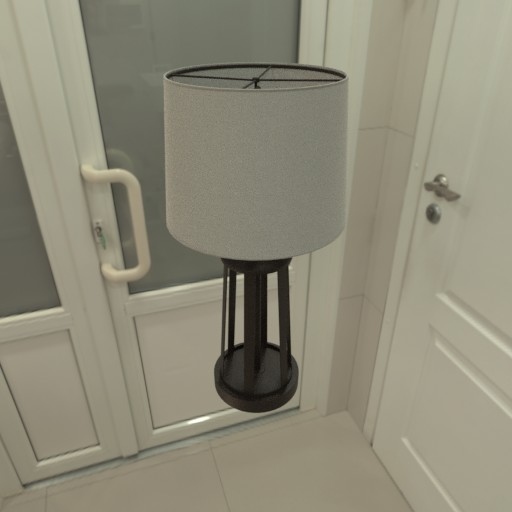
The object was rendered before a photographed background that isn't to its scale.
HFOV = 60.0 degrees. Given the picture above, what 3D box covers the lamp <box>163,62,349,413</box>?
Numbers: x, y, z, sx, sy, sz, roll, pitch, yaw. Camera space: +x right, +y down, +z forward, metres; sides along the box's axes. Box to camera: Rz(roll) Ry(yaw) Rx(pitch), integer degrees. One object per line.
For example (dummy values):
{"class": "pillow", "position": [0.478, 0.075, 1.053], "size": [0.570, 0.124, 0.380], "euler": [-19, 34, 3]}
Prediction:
{"class": "lamp", "position": [0.000, 0.000, 0.662], "size": [0.251, 0.509, 0.251], "euler": [0, 30, 0]}
